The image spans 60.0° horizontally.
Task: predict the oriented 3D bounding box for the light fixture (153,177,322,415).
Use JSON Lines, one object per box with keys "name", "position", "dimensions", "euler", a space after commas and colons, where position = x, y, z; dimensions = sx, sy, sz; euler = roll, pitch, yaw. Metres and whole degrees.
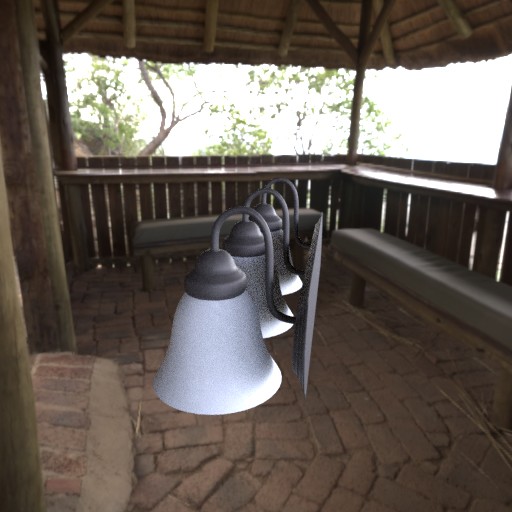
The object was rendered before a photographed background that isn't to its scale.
{"name": "light fixture", "position": [0.000, 0.000, 0.725], "dimensions": [0.199, 0.222, 0.610], "euler": [3, 15, 9]}
